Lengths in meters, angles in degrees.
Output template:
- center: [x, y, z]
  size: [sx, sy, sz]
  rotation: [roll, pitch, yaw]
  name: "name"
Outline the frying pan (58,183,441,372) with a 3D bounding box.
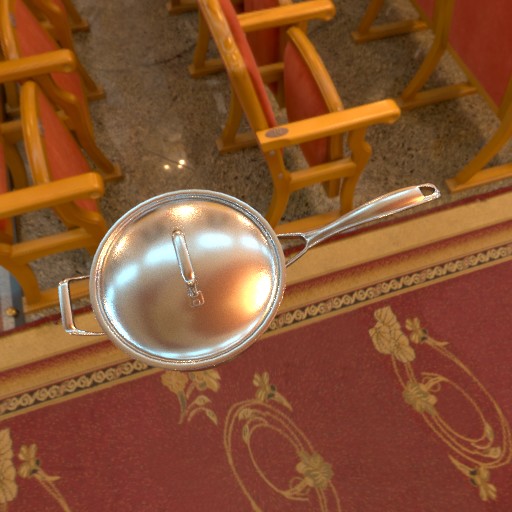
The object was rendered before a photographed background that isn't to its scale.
- center: [0.000, 0.000, 0.578]
  size: [0.492, 0.111, 0.245]
  rotation: [-16, 65, -8]
  name: "frying pan"
